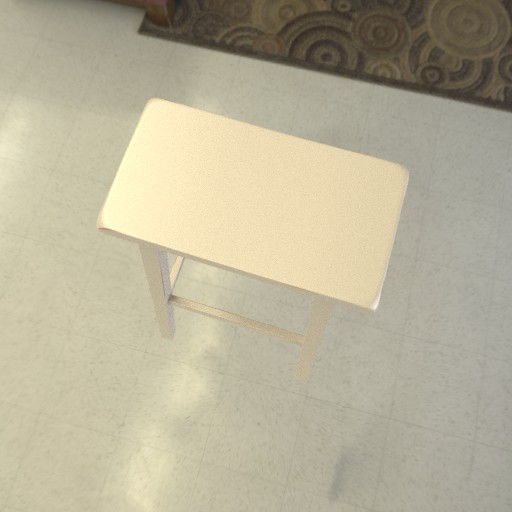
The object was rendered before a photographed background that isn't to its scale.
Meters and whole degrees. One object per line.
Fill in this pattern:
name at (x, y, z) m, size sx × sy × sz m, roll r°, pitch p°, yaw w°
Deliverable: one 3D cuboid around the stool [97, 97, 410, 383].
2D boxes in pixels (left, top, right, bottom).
stool at (0.000, 0.000, 1.043) m, size 0.457 × 0.737 × 0.476 m, roll 17°, pitch 76°, yaw 4°
